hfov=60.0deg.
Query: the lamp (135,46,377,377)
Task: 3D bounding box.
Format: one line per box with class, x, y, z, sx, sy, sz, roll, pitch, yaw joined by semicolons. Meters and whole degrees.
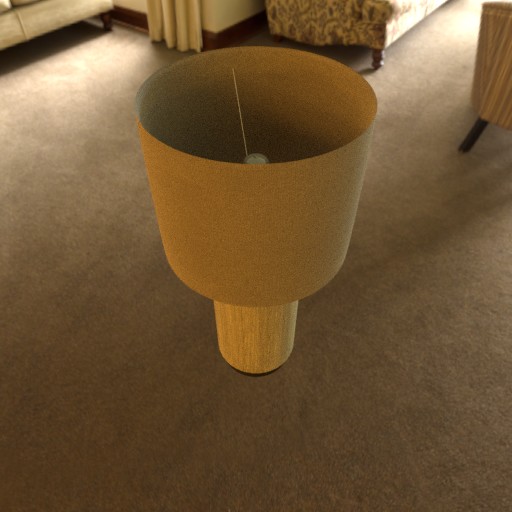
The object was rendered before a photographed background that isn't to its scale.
lamp;0.000;0.000;0.580;0.228;0.444;0.228;-10;48;-9
